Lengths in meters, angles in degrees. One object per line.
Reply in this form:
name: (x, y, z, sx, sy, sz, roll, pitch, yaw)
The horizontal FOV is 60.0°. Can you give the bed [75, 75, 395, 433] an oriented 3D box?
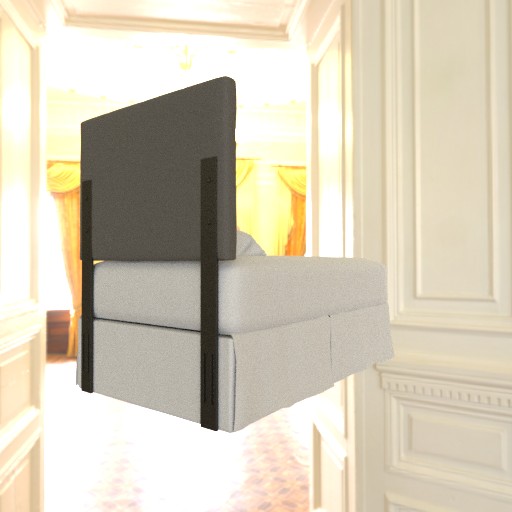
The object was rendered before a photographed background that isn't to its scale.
bed: (0.000, 0.000, 3.046, 1.261, 1.571, 1.997, 0, -1, 36)
